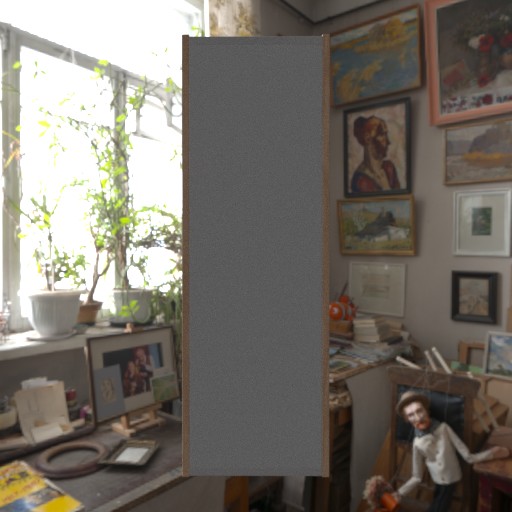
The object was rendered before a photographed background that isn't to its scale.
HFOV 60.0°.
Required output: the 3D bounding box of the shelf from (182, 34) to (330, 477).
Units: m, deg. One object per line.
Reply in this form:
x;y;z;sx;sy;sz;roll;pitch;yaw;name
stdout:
0.000;0.000;1.046;0.300;0.900;0.290;0;0;0;shelf
